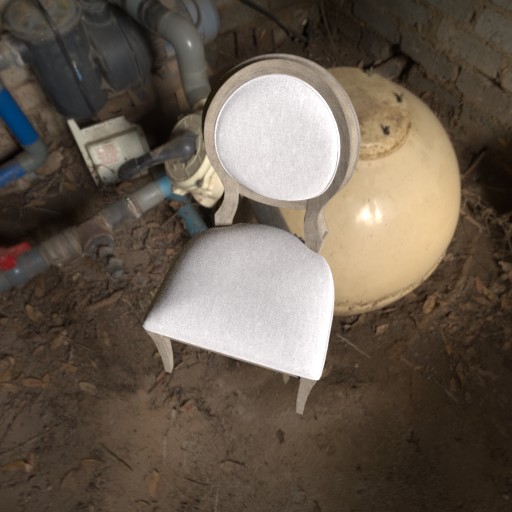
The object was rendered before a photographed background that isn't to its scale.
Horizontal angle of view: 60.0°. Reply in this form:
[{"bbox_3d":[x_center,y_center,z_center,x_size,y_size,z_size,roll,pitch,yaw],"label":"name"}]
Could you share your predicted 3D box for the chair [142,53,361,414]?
[{"bbox_3d":[0.000,0.000,1.359,0.558,0.990,0.602,15,60,9],"label":"chair"}]
